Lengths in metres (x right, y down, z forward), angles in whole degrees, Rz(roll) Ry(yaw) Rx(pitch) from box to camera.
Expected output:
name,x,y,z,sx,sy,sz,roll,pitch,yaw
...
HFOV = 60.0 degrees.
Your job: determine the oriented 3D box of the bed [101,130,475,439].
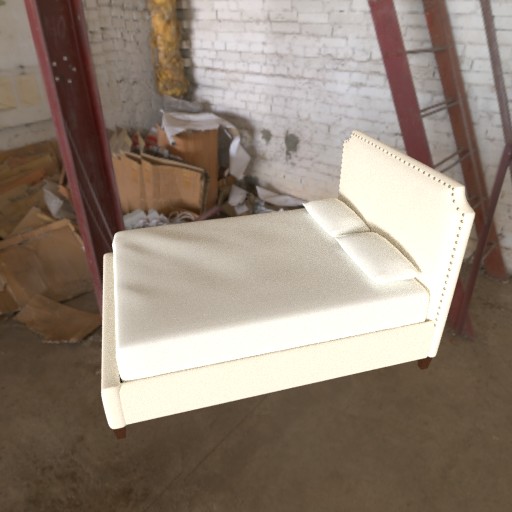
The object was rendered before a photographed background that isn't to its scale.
name,x,y,z,sx,sy,sz,roll,pitch,yaw
bed,0.000,0.000,3.420,2.365,1.443,1.712,-8,31,-14
